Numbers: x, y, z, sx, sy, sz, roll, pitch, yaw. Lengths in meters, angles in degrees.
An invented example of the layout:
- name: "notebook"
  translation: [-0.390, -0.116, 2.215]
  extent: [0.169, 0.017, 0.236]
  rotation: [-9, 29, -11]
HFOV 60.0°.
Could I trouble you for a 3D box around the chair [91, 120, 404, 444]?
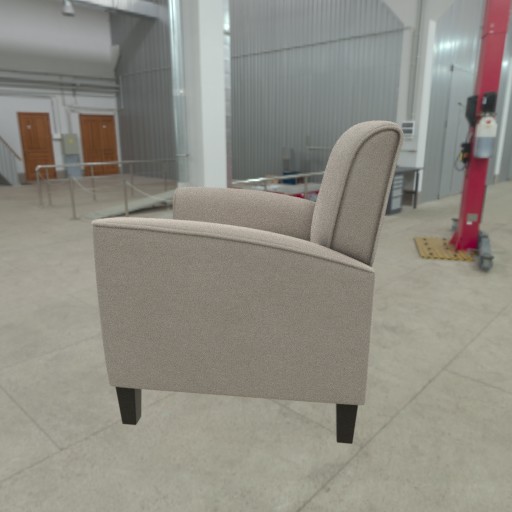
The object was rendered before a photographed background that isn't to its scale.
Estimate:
- name: "chair"
  translation: [0.000, 0.000, 1.576]
  extent: [0.820, 0.915, 0.820]
  rotation: [2, 16, 7]
